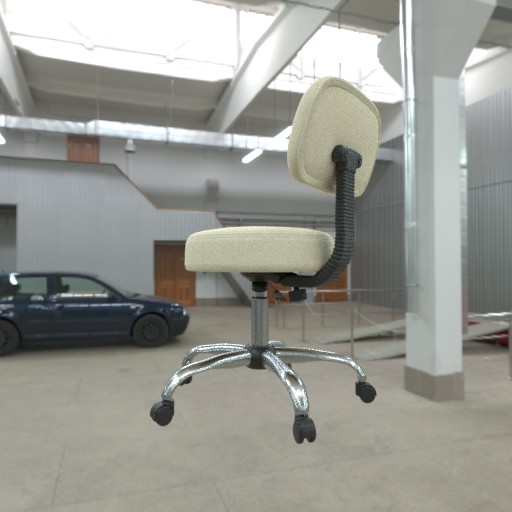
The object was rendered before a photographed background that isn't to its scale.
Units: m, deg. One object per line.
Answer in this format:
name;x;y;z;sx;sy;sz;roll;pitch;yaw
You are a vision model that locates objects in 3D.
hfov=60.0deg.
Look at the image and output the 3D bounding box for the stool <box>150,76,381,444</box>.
stool;0.000;0.000;1.244;0.616;0.810;0.609;-1;-1;36
